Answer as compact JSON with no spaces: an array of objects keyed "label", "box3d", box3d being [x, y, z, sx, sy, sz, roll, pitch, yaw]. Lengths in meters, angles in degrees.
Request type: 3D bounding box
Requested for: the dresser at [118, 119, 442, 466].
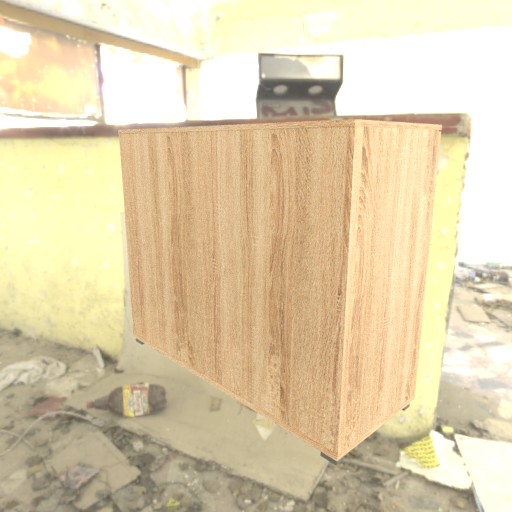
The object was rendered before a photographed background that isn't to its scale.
[{"label":"dresser","box3d":[0.000,0.000,1.620,0.450,0.900,1.100,-13,19,-42]}]
